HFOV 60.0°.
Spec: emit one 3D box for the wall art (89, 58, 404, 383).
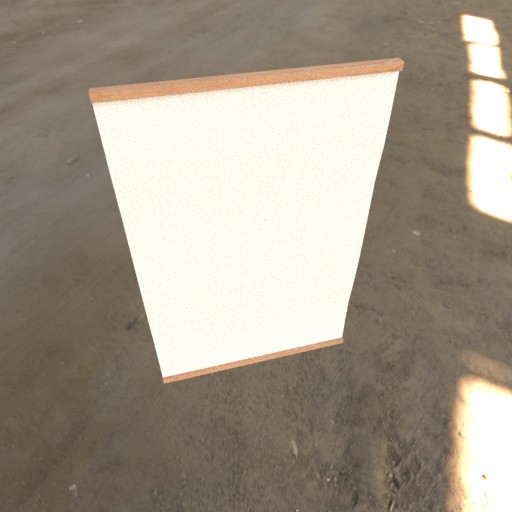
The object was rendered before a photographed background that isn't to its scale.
[{"bbox_3d":[0.000,0.000,0.629,0.332,0.508,0.012,-10,44,-11],"label":"wall art"}]
